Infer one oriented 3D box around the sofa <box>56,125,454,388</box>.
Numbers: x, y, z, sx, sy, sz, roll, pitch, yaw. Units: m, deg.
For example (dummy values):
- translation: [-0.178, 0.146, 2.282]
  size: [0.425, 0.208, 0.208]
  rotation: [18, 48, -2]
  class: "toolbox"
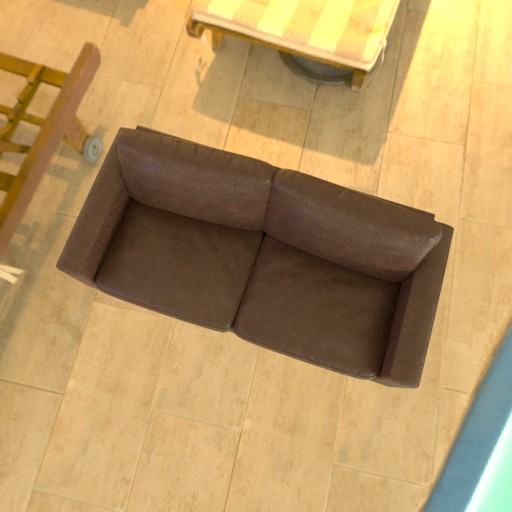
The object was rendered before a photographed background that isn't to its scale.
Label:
- translation: [0.000, 0.000, 2.730]
  size: [2.179, 0.873, 1.016]
  rotation: [18, 75, 5]
  class: "sofa"
